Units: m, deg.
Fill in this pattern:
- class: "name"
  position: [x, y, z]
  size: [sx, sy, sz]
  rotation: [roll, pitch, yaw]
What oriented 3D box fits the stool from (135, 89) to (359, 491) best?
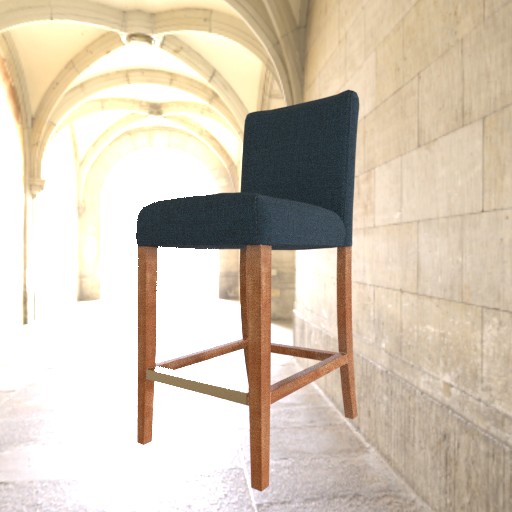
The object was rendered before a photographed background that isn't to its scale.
- class: "stool"
  position: [0.000, 0.000, 1.317]
  size: [0.454, 1.039, 0.567]
  rotation: [0, 1, 36]
